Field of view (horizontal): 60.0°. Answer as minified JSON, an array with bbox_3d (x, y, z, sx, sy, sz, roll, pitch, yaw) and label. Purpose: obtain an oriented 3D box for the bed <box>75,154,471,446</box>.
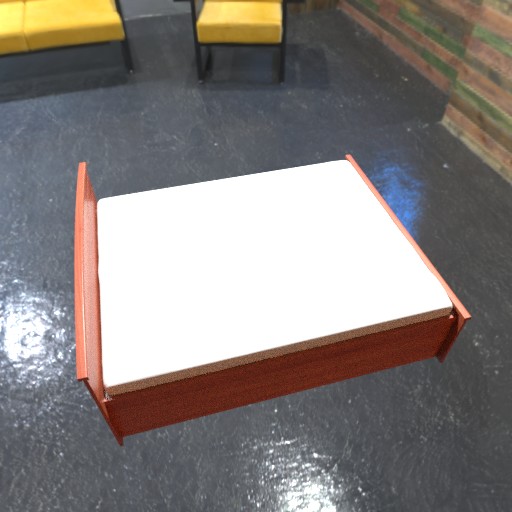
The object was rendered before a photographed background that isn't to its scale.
[{"bbox_3d":[0.000,0.000,2.915,2.053,0.848,1.683,-11,47,-10],"label":"bed"}]
